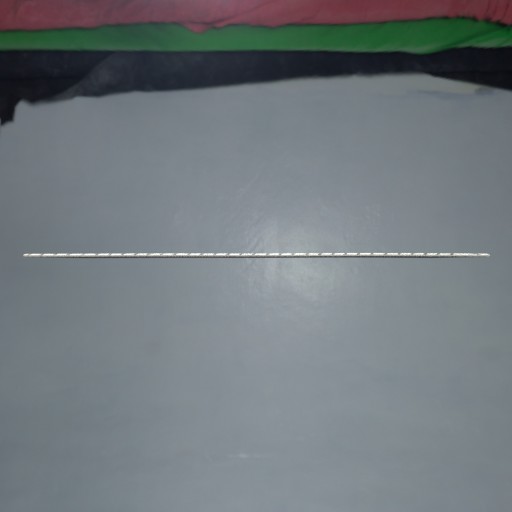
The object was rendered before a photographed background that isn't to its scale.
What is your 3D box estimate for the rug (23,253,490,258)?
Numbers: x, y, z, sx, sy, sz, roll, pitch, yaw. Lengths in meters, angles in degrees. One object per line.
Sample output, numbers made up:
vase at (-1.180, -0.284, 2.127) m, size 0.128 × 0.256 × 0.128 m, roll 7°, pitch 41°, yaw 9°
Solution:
rug at (0.000, 0.000, 2.690) m, size 2.439 × 0.020 × 0.773 m, roll 0°, pitch -1°, yaw 1°
